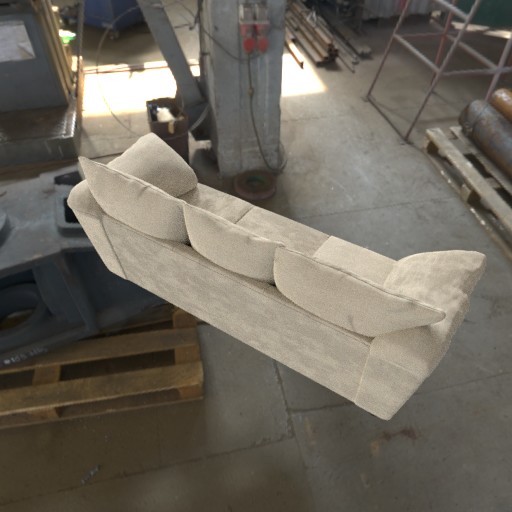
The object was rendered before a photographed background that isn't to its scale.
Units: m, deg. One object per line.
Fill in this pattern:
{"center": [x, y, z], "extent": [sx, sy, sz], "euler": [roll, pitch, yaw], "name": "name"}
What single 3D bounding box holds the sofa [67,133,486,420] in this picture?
{"center": [0.000, 0.000, 2.723], "extent": [2.377, 0.981, 0.893], "euler": [24, 50, 22], "name": "sofa"}
